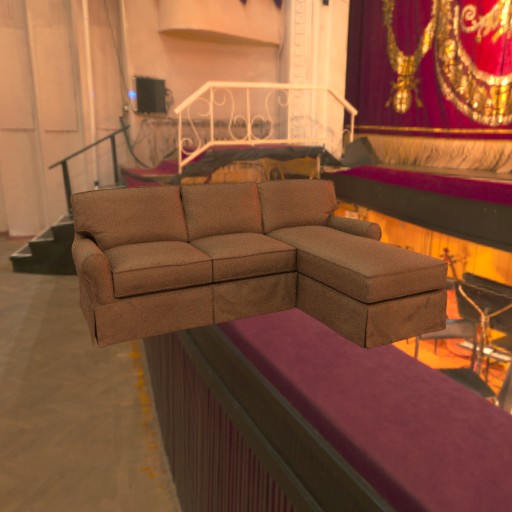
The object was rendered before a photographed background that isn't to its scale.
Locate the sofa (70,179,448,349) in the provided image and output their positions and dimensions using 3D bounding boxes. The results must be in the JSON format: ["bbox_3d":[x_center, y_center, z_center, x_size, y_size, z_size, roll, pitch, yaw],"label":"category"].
[{"bbox_3d":[0.000,0.000,3.344,2.475,0.978,1.733,-7,17,-26],"label":"sofa"}]
